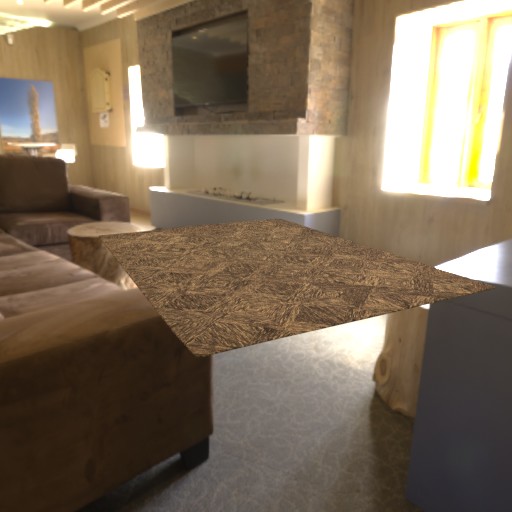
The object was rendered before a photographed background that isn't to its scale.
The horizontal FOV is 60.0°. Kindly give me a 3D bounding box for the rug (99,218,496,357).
[{"bbox_3d":[0.000,0.000,5.250,2.997,0.020,4.093,-8,17,-26],"label":"rug"}]
